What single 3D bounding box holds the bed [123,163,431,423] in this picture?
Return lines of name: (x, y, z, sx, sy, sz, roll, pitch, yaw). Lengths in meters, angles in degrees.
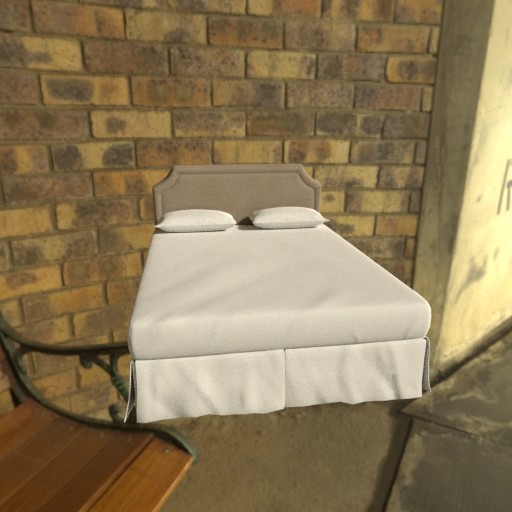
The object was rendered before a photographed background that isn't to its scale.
bed: (0.000, 0.000, 3.737, 1.977, 1.293, 2.498, -3, 17, -9)
